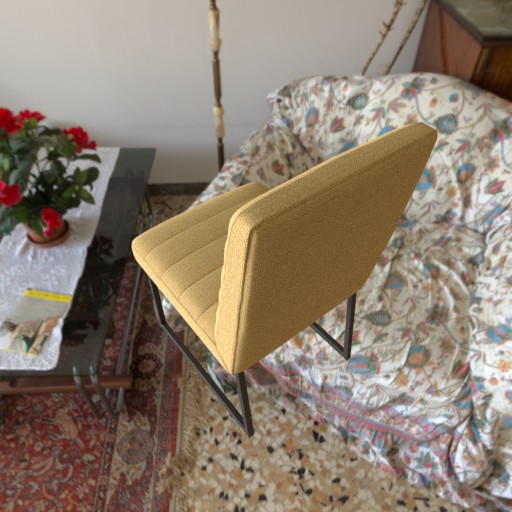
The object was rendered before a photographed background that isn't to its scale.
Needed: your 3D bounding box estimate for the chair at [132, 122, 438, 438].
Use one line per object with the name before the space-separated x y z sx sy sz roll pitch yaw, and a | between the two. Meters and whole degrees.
chair | 0.000 0.000 1.303 0.520 0.930 0.634 -30 52 -26
